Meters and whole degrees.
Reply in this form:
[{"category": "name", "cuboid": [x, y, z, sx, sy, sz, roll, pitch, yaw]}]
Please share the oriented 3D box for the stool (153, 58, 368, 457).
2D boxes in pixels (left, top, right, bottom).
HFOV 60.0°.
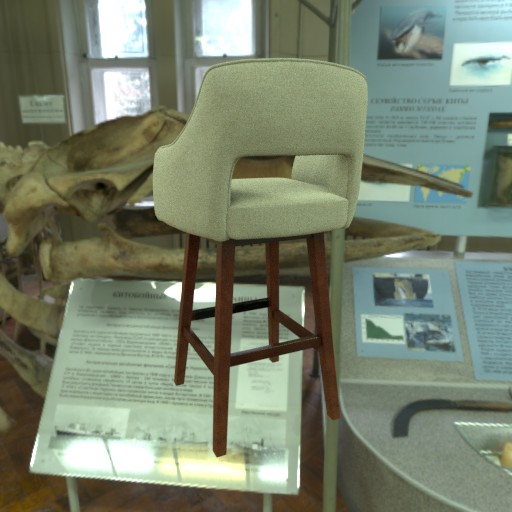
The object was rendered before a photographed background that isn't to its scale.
[{"category": "stool", "cuboid": [0.000, 0.000, 1.360, 0.550, 1.041, 0.560, -7, 17, -25]}]
